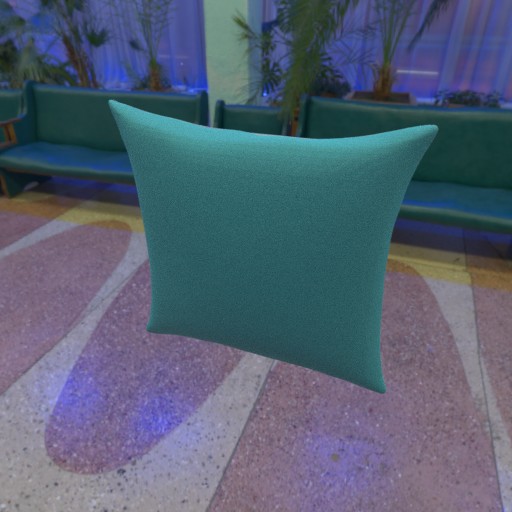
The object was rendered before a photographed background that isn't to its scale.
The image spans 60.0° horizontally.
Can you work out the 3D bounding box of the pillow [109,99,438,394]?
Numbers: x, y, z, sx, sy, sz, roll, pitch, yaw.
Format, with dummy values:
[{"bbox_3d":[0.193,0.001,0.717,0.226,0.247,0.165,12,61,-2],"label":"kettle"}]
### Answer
[{"bbox_3d":[0.000,0.000,0.773,0.514,0.497,0.150,11,33,17],"label":"pillow"}]
